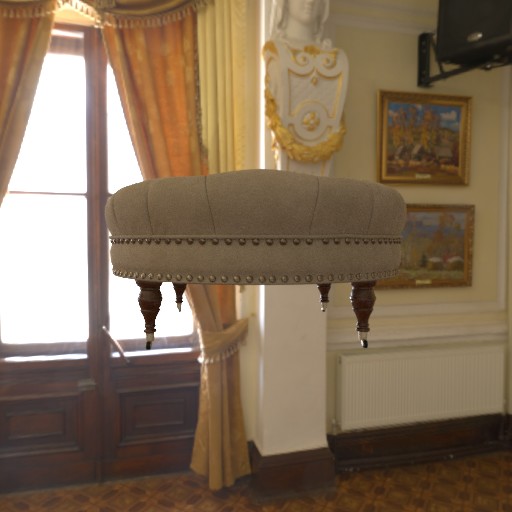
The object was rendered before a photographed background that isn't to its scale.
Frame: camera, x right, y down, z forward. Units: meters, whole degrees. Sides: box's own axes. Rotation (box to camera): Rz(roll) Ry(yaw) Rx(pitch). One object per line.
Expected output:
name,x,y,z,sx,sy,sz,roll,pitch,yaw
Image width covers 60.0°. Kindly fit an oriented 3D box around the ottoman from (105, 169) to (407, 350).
ottoman,0.000,0.000,1.369,0.901,0.439,0.901,0,2,0
